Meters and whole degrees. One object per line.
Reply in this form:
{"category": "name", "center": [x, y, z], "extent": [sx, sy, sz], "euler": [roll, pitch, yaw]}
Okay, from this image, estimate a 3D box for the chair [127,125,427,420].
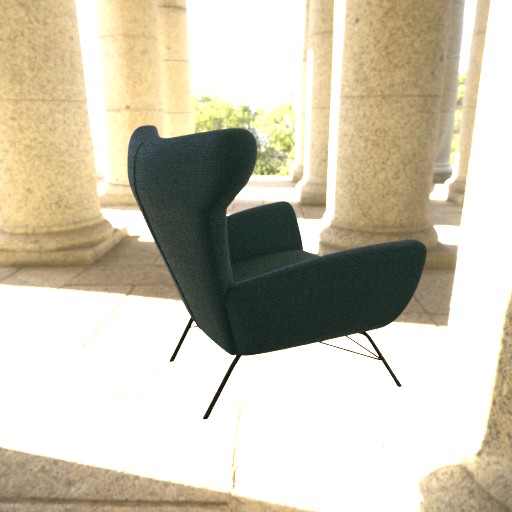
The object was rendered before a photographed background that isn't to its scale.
{"category": "chair", "center": [0.000, 0.000, 1.738], "extent": [0.900, 0.980, 1.050], "euler": [-8, 19, -26]}
